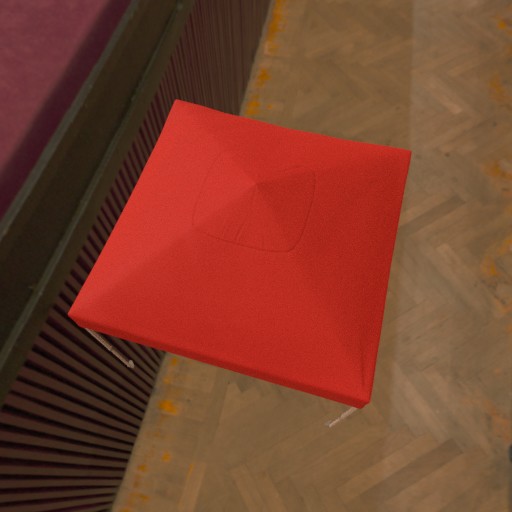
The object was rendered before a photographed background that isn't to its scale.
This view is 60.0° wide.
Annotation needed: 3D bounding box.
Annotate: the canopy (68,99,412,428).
[{"bbox_3d":[0.000,0.000,5.436,2.996,2.997,2.998,15,64,7],"label":"canopy"}]
